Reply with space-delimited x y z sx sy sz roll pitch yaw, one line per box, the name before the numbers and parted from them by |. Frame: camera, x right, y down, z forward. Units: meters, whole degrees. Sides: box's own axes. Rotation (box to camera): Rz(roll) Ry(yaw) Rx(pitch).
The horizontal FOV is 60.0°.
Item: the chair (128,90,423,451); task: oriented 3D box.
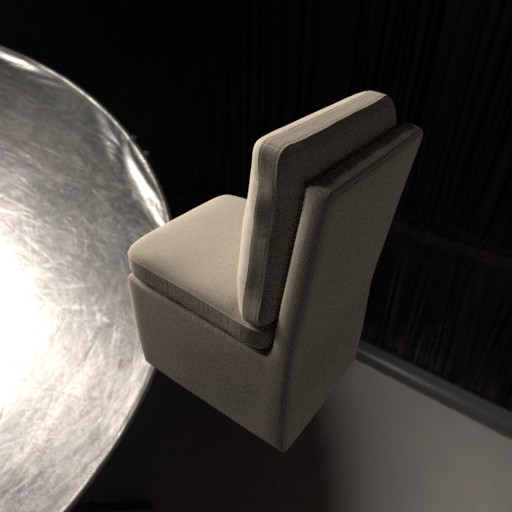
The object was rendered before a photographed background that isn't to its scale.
chair | 0.000 0.000 1.329 0.698 0.927 0.503 23 40 30
